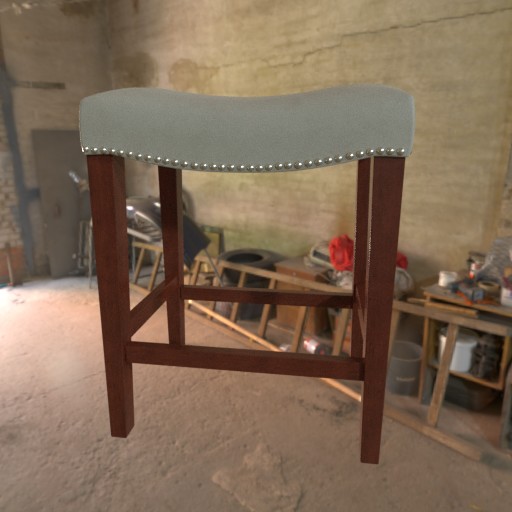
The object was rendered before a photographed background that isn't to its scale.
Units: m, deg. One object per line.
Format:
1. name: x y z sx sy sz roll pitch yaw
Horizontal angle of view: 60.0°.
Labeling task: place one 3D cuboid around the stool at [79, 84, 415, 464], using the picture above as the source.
1. stool: 0.000 0.000 0.891 0.509 0.632 0.375 2 16 8
